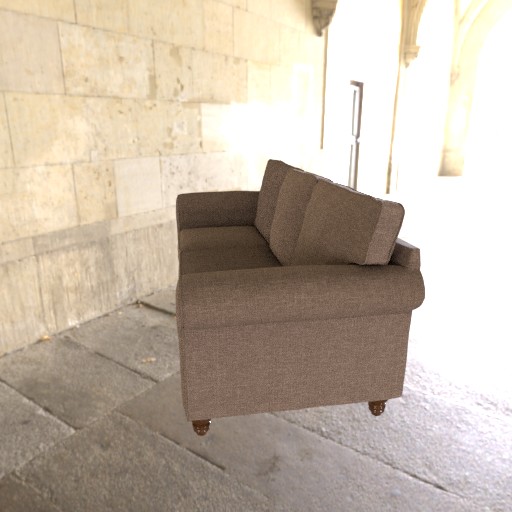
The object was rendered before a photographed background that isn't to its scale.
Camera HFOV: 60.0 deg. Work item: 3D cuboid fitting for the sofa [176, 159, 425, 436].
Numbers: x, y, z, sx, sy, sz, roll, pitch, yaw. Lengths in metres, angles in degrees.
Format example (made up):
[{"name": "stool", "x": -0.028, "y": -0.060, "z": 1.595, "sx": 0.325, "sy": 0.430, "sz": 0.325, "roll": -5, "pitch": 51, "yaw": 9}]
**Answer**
[{"name": "sofa", "x": 0.000, "y": 0.000, "z": 2.557, "sx": 0.916, "sy": 0.961, "sz": 2.084, "roll": -3, "pitch": 17, "yaw": -9}]
